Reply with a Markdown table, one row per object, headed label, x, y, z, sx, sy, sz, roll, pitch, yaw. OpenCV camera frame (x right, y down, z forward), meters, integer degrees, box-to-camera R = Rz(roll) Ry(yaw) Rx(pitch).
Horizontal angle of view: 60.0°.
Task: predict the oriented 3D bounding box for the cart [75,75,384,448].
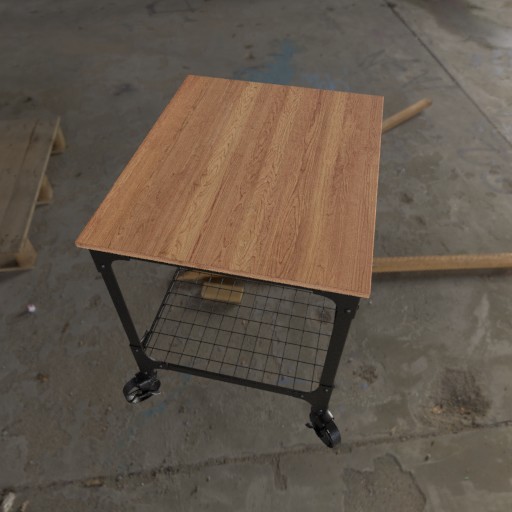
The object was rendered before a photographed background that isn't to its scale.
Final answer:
| label | x | y | z | sx | sy | sz | roll | pitch | yaw |
| --- | --- | --- | --- | --- | --- | --- | --- | --- | --- |
| cart | 0.000 | 0.000 | 1.113 | 0.558 | 0.603 | 0.666 | 10 | 49 | 8 |
